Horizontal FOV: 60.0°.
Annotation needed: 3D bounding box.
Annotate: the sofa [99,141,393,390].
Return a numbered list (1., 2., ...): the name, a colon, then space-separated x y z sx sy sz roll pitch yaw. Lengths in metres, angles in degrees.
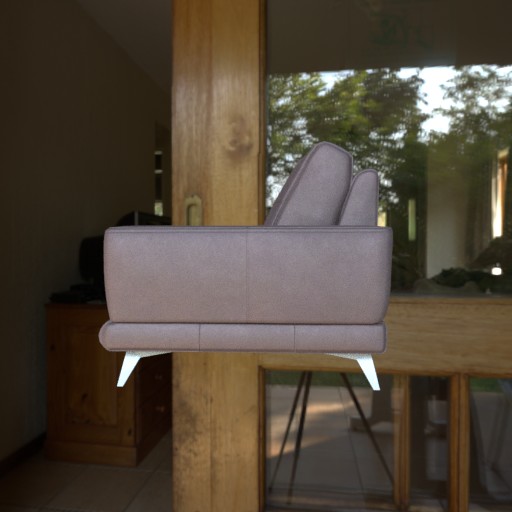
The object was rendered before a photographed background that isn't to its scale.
1. sofa: 0.000 0.000 2.369 1.018 0.907 1.806 0 1 3
